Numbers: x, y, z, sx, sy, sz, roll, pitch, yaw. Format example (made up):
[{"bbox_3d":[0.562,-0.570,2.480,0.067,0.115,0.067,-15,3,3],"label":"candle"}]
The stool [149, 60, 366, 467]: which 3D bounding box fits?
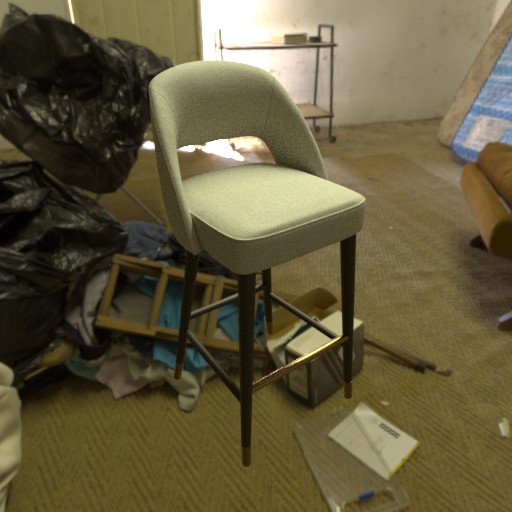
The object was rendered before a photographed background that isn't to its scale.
[{"bbox_3d":[0.000,0.000,1.325,0.494,1.037,0.509,-20,35,-31],"label":"stool"}]
